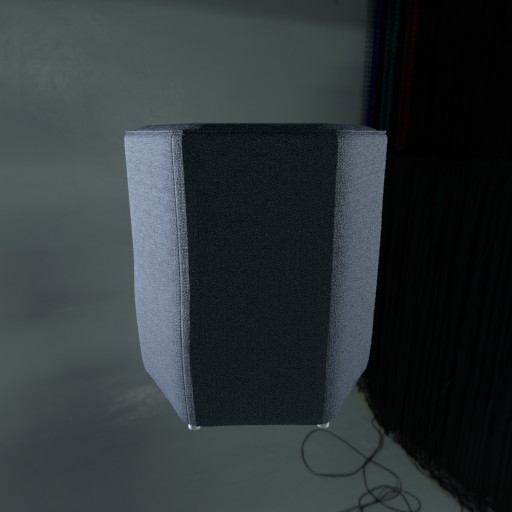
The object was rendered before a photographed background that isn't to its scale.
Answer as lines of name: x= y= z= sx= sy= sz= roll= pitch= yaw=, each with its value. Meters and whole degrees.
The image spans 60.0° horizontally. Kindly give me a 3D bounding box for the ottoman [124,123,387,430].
ottoman: x=0.000 y=0.000 z=0.892 sx=0.454 sy=0.505 sz=0.492 roll=-8 pitch=17 yaw=-26
